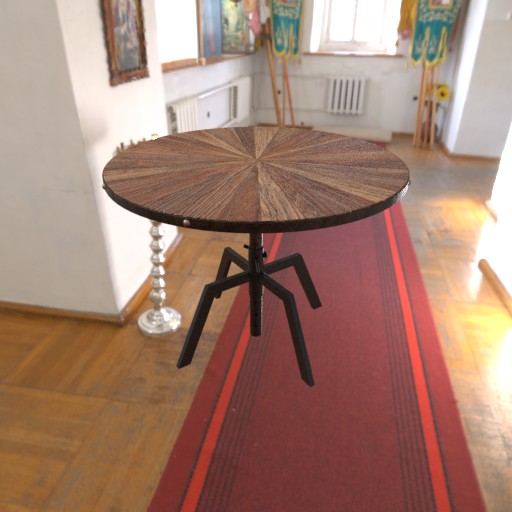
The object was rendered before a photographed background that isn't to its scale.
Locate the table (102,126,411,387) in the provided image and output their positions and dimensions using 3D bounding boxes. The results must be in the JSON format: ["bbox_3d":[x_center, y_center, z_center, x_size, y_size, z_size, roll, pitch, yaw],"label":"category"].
[{"bbox_3d":[0.000,0.000,1.490,0.885,0.658,0.885,0,29,0],"label":"table"}]
